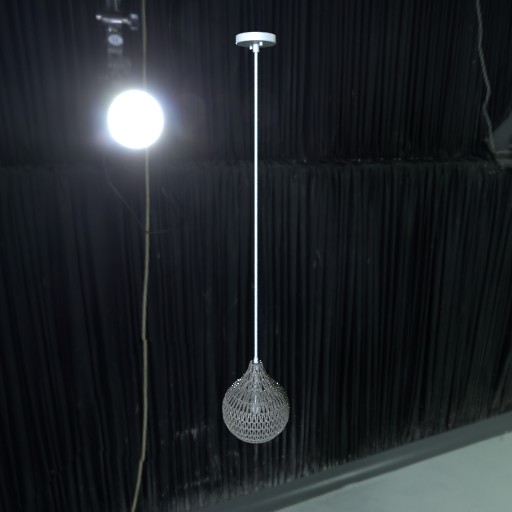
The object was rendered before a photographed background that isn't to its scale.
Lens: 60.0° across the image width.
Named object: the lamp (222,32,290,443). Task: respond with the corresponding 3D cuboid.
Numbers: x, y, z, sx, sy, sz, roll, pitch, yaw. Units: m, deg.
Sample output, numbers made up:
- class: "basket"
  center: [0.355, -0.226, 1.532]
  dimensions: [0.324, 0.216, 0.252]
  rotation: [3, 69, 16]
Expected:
- class: "lamp"
  center: [0.000, 0.000, 2.124]
  dimensions: [0.355, 1.919, 0.355]
  rotation: [-8, 17, -26]
